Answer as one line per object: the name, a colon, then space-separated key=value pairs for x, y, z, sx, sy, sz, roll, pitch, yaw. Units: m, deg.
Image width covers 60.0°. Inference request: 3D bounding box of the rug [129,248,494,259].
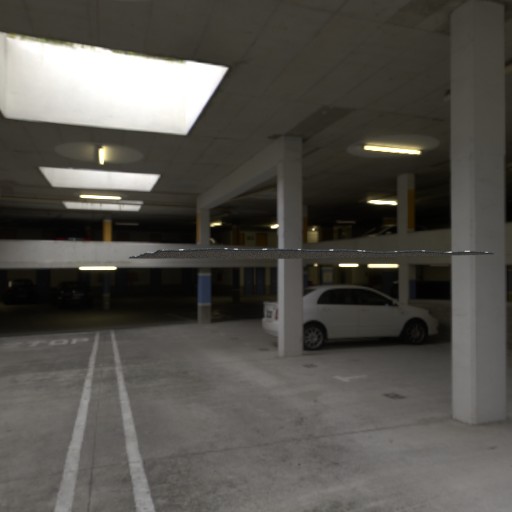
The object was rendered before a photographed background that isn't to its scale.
rug: x=0.000 y=0.000 z=2.990 sx=1.529 sy=0.017 sz=2.448 roll=0 pitch=-1 yaw=-19
